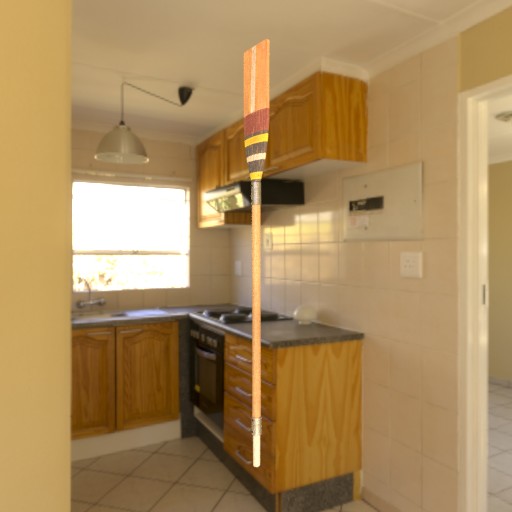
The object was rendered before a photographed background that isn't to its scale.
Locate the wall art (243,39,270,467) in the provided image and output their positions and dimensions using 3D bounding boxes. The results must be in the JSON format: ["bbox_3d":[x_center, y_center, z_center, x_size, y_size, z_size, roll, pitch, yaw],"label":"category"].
[{"bbox_3d":[0.000,0.000,1.645,0.038,1.556,0.146,0,0,-38],"label":"wall art"}]
